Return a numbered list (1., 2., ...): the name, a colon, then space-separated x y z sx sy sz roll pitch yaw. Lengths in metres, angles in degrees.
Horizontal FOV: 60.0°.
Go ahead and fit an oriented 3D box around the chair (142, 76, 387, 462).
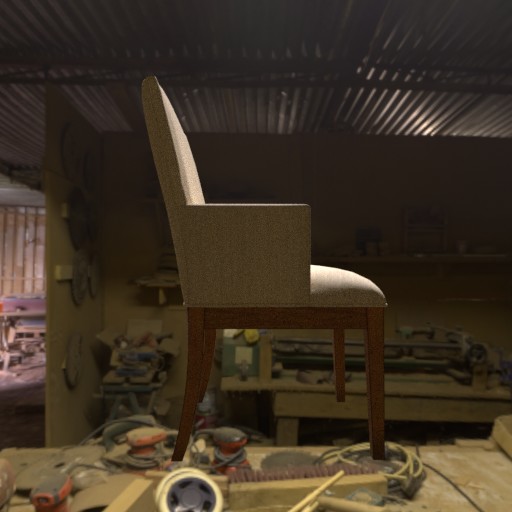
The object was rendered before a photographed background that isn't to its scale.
1. chair: 0.000 0.000 1.340 0.641 1.016 0.533 0 -1 -1
